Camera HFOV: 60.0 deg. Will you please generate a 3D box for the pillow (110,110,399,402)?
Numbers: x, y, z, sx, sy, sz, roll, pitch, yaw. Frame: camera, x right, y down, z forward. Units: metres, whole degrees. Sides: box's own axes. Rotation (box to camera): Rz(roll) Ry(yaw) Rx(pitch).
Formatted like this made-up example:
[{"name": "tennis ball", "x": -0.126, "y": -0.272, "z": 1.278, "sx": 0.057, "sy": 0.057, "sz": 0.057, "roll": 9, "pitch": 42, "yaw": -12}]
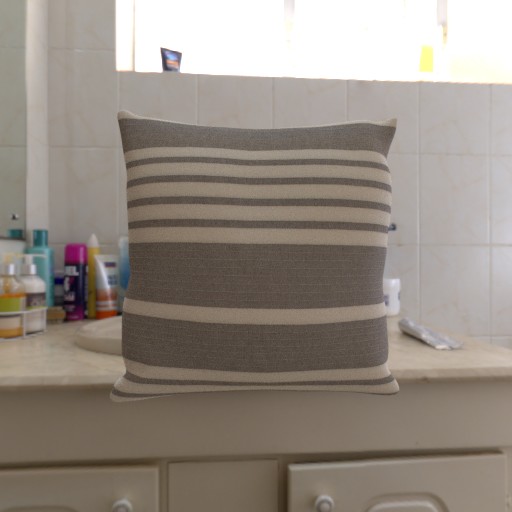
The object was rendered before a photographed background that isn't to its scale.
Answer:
[{"name": "pillow", "x": 0.000, "y": 0.000, "z": 0.671, "sx": 0.439, "sy": 0.440, "sz": 0.182, "roll": 0, "pitch": -1, "yaw": -2}]
